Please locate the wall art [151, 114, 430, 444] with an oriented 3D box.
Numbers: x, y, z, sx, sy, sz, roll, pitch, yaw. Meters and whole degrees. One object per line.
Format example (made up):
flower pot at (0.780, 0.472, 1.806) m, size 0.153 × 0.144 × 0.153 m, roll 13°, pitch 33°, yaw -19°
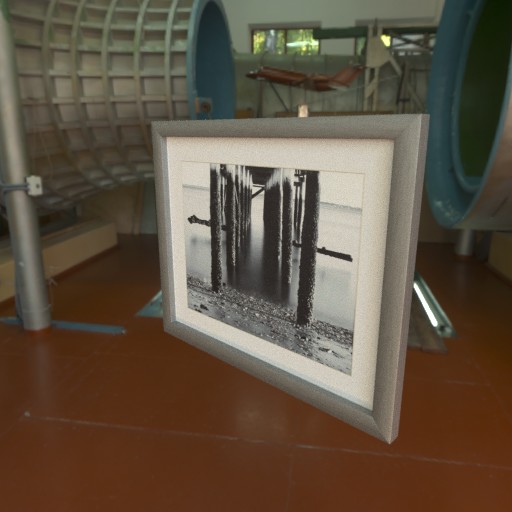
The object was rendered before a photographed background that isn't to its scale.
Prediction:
wall art at (0.000, 0.000, 0.772) m, size 0.556 × 0.457 × 0.028 m, roll 14°, pitch 21°, yaw 41°
